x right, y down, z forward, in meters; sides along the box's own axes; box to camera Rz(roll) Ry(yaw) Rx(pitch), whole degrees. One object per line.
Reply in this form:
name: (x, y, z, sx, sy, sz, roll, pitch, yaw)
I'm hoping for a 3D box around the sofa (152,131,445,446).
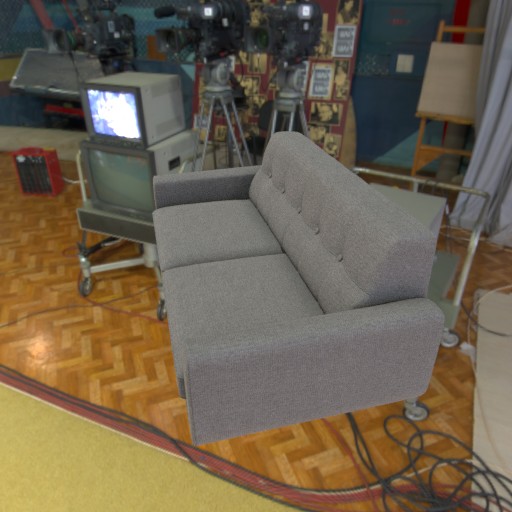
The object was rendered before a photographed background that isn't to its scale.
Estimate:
sofa: (0.000, 0.000, 2.136, 0.909, 0.841, 1.631, -8, 31, -13)
